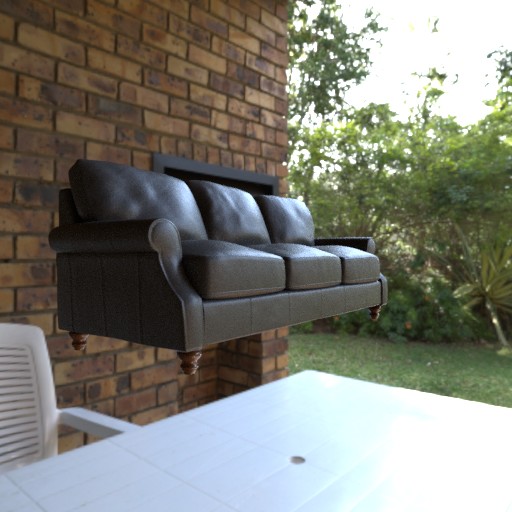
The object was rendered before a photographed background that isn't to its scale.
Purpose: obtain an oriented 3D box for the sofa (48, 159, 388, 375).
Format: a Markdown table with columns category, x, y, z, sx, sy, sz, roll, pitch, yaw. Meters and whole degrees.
| category | x | y | z | sx | sy | sz | roll | pitch | yaw |
| --- | --- | --- | --- | --- | --- | --- | --- | --- | --- |
| sofa | 0.000 | 0.000 | 2.881 | 0.974 | 0.977 | 2.387 | 0 | 0 | 36 |
